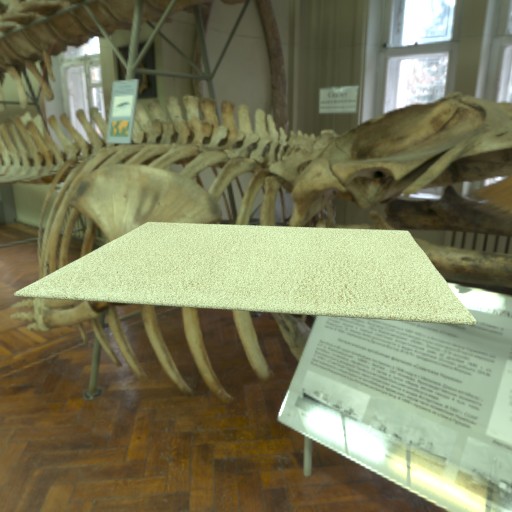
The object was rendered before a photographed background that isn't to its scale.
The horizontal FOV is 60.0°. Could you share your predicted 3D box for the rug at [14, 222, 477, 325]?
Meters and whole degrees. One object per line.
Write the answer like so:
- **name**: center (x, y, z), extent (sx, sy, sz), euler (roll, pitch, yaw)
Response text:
- **rug**: center (0.000, 0.000, 4.007), extent (3.047, 0.029, 2.438), euler (3, 16, 9)
